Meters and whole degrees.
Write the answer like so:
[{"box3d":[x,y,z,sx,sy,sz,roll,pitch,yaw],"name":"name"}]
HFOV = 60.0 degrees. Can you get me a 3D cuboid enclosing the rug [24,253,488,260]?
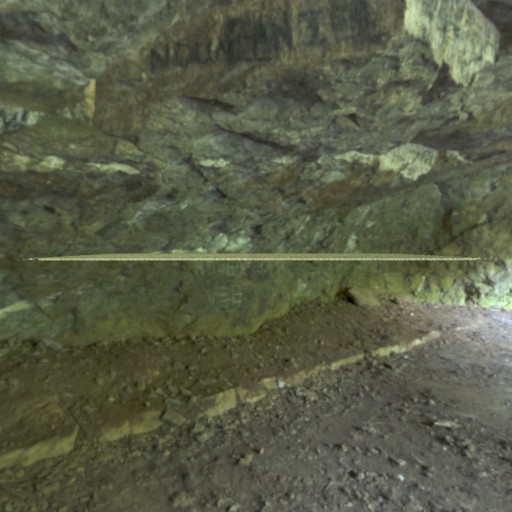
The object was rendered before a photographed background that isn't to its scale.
[{"box3d":[0.000,0.000,3.065,2.435,0.010,1.544,0,1,-1],"name":"rug"}]
